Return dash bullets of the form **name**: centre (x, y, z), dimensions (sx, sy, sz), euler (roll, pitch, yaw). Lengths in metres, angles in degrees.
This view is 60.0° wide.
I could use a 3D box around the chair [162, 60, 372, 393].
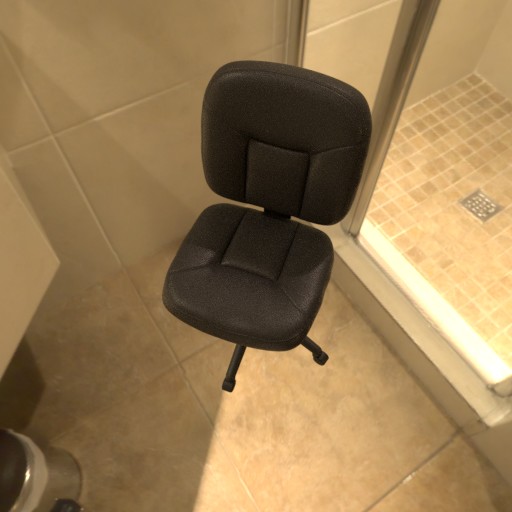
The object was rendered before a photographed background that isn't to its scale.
- **chair**: centre (0.000, 0.000, 1.404), dimensions (0.647, 0.959, 0.646), euler (17, 60, 10)
